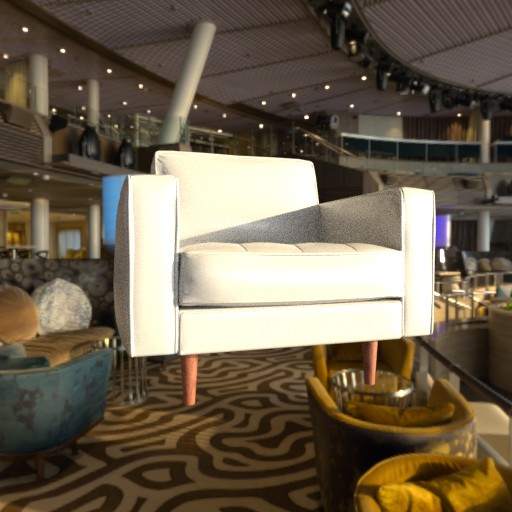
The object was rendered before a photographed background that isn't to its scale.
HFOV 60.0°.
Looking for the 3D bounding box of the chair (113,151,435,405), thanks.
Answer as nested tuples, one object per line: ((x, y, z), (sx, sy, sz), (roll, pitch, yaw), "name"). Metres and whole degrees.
((0.000, 0.000, 1.516), (0.928, 0.773, 0.843), (0, 1, -18), "chair")
